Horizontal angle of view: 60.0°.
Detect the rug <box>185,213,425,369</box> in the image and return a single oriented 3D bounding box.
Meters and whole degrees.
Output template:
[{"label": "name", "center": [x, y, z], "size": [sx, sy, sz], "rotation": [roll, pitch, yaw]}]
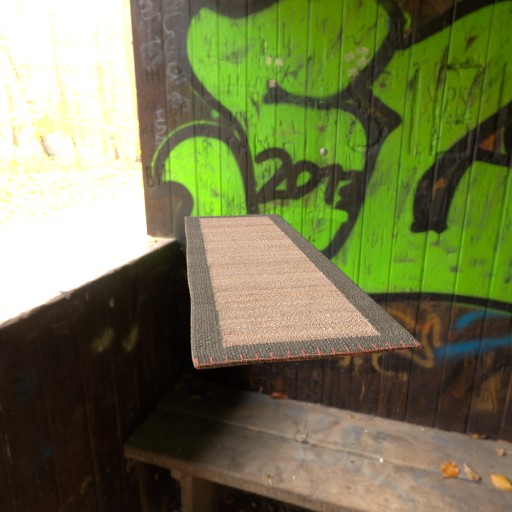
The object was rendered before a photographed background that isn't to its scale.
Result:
[{"label": "rug", "center": [0.000, 0.000, 2.626], "size": [0.810, 0.016, 2.413], "rotation": [-3, 17, -9]}]
